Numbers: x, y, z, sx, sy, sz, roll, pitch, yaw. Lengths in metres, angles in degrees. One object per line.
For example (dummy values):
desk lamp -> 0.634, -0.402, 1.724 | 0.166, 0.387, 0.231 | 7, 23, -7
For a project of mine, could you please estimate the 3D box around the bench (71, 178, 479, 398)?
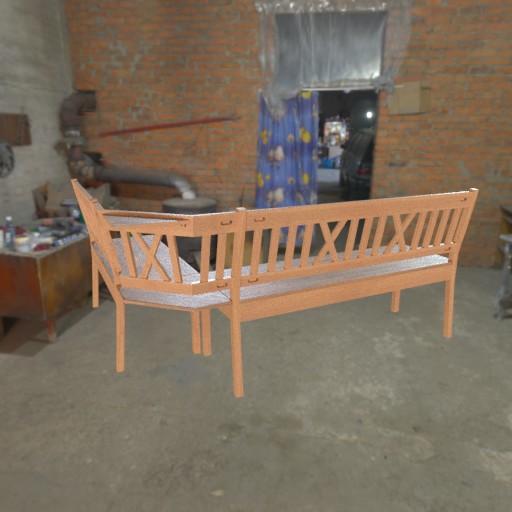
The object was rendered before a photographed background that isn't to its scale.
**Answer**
bench -> 0.000, 0.000, 2.771 | 1.937, 0.902, 1.537 | -8, 18, -25
